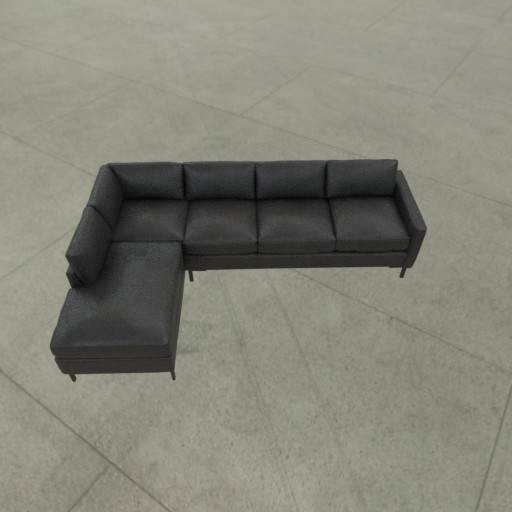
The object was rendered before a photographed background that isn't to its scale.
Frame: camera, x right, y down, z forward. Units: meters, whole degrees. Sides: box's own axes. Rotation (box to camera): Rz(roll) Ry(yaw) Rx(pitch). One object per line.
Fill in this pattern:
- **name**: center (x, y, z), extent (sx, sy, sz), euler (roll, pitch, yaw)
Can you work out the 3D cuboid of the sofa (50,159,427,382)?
- **sofa**: center (0.000, 0.000, 3.854), extent (2.984, 0.877, 1.938), euler (-1, 45, -1)
